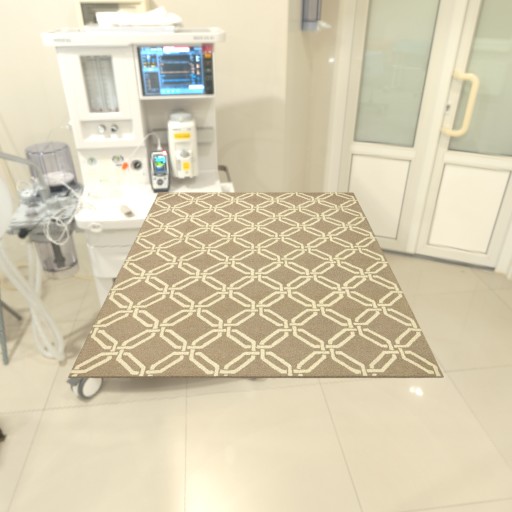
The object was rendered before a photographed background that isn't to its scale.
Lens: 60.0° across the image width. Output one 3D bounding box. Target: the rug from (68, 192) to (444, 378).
[{"bbox_3d":[0.000,0.000,3.936,2.288,0.018,2.895,0,31,0],"label":"rug"}]
